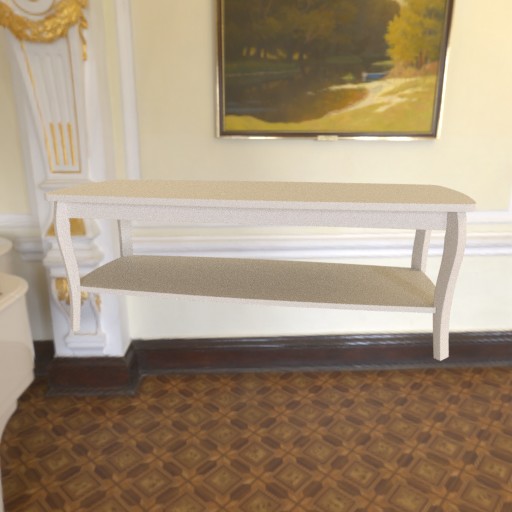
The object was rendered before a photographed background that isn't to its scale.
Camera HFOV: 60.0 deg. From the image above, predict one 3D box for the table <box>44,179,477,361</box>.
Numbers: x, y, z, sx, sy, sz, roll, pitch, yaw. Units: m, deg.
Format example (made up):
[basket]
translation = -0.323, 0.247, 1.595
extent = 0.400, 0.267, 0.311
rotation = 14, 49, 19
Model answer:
[table]
translation = 0.000, 0.000, 1.578
extent = 1.334, 0.474, 0.561
rotation = 3, 15, 10
